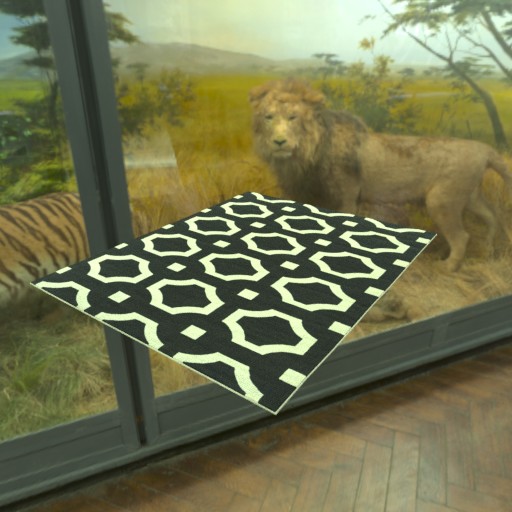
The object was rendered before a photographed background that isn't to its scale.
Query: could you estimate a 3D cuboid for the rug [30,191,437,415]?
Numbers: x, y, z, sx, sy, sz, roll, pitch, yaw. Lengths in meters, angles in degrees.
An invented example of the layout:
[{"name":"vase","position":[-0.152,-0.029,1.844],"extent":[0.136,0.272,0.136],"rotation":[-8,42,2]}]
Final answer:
[{"name":"rug","position":[0.000,0.000,4.162],"extent":[2.466,0.021,3.049],"rotation":[18,31,32]}]
